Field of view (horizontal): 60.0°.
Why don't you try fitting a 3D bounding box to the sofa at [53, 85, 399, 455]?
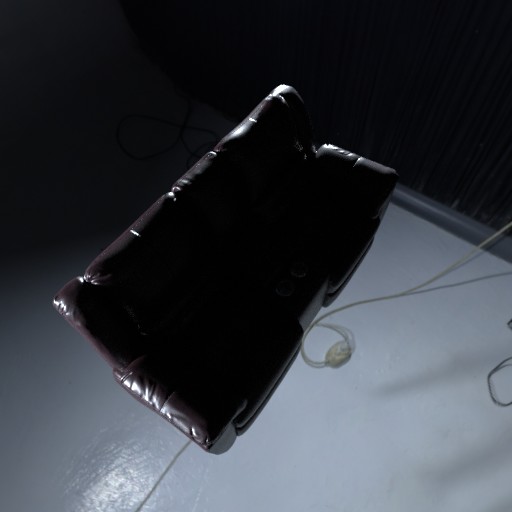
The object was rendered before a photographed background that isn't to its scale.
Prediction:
[{"bbox_3d":[0.000,0.000,2.666,0.991,1.043,2.058,30,62,18],"label":"sofa"}]
